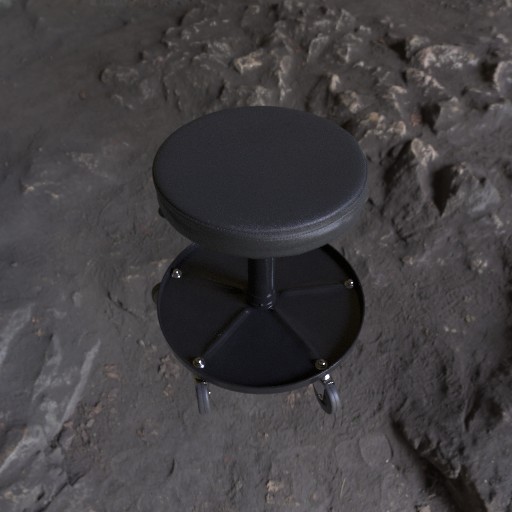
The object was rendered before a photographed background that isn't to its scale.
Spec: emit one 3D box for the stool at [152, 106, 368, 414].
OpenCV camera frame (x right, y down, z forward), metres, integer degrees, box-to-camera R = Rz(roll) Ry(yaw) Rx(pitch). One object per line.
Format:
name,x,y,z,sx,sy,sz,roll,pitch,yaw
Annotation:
stool,0.000,0.000,0.687,0.382,0.365,0.381,-3,47,-3
